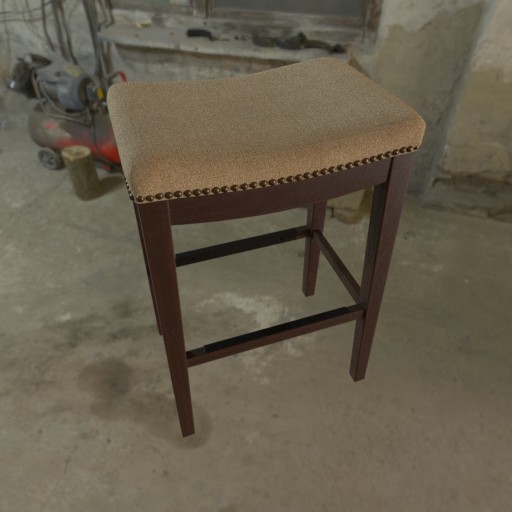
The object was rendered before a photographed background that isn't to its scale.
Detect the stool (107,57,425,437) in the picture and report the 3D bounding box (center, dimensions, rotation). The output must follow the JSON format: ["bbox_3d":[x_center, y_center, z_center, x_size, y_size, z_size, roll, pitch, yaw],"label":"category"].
[{"bbox_3d":[0.000,0.000,1.031,0.509,0.768,0.363,-13,44,-14],"label":"stool"}]
